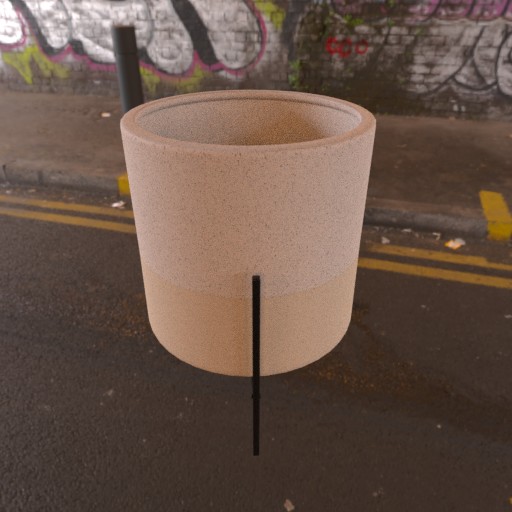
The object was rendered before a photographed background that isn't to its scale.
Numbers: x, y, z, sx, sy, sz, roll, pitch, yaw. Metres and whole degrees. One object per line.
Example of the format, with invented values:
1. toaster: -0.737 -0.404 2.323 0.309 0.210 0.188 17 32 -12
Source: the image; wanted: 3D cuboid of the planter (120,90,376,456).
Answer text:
1. planter: 0.000 0.000 0.663 0.335 0.423 0.313 -19 36 -28
